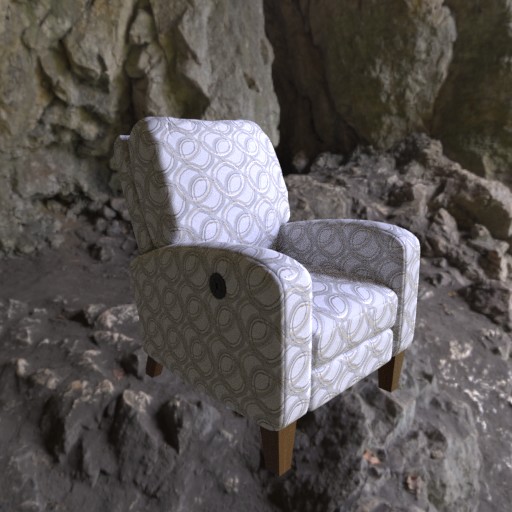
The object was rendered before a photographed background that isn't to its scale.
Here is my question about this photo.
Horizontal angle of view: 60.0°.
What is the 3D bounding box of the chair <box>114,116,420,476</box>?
[{"bbox_3d":[0.000,0.000,1.745,0.796,1.065,0.995,-14,20,-43],"label":"chair"}]
